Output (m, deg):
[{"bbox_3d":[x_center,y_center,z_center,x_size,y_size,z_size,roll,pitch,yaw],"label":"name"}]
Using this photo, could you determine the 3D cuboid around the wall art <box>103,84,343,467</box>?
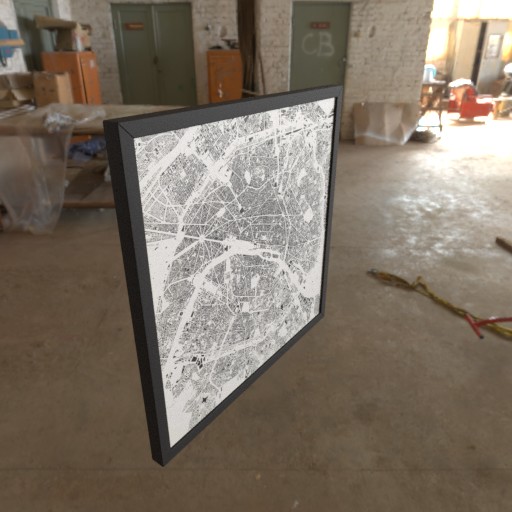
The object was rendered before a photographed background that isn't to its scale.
[{"bbox_3d":[0.000,0.000,1.127,0.037,0.763,0.763,18,31,32],"label":"wall art"}]
